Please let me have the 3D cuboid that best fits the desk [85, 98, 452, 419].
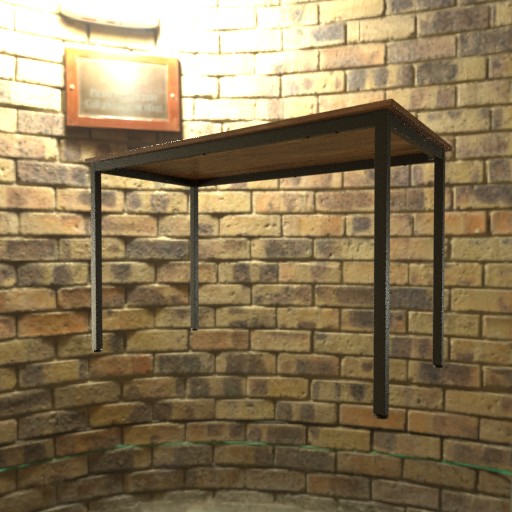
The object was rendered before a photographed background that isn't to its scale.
[{"bbox_3d":[0.000,0.000,1.611,1.200,0.749,0.600,1,2,36],"label":"desk"}]
